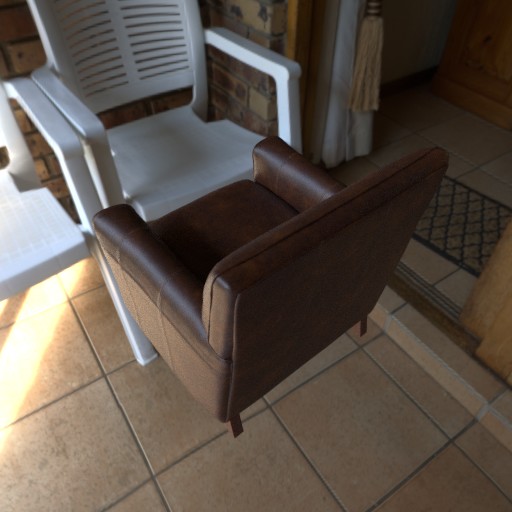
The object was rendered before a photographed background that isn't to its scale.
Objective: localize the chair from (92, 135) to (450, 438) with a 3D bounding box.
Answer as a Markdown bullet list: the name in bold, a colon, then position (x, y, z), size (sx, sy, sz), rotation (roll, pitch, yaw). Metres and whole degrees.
- **chair**: position (0.000, 0.000, 1.632), size (0.870, 0.943, 0.823), rotation (-30, 53, -27)
